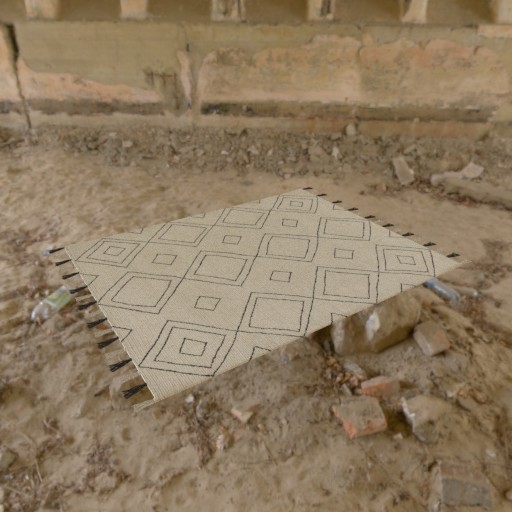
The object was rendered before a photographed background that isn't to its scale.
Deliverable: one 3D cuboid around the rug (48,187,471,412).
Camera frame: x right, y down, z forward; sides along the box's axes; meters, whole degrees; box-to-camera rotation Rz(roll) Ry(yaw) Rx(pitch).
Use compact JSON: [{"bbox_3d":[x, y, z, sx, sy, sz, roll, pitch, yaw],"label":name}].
[{"bbox_3d":[0.000,0.000,4.149,3.221,0.026,2.342,-18,33,-29],"label":"rug"}]
